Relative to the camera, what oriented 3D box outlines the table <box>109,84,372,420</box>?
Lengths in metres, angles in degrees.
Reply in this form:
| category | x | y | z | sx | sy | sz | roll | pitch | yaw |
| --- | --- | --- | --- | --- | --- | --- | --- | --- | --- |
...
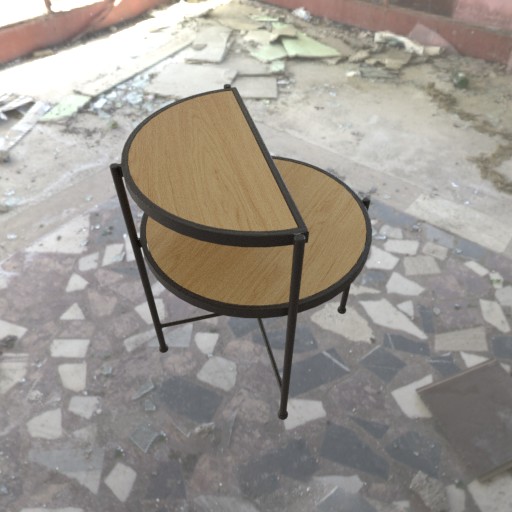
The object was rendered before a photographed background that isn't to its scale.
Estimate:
| category | x | y | z | sx | sy | sz | roll | pitch | yaw |
| --- | --- | --- | --- | --- | --- | --- | --- | --- | --- |
| table | 0.000 | 0.000 | 1.203 | 0.628 | 0.684 | 0.629 | -11 | 47 | -10 |
